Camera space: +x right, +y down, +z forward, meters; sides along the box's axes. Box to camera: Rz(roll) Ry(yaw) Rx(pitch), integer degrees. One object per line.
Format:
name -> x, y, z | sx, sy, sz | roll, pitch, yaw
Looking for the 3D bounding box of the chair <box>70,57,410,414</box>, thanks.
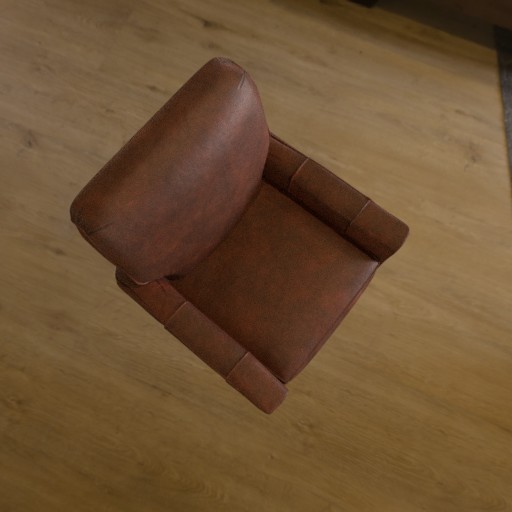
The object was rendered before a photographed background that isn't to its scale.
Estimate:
chair -> 0.000, 0.000, 1.693 | 0.836, 1.043, 0.843 | 38, 79, 9
